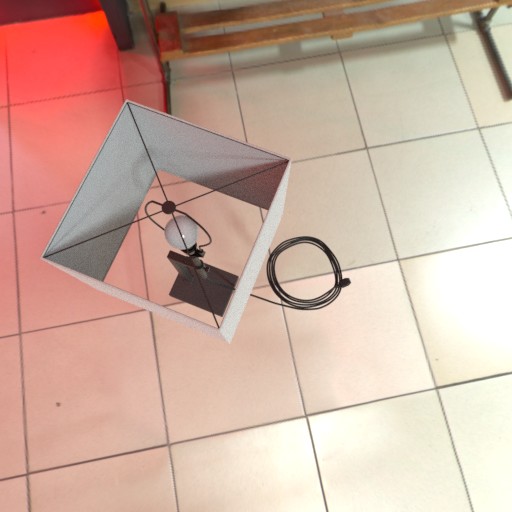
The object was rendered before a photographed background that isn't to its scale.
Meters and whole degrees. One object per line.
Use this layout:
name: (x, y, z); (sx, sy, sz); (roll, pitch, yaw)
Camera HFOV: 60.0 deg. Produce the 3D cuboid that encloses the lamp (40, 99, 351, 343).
lamp: (0.000, 0.000, 0.971); (0.504, 0.660, 0.399); (21, 76, 6)
